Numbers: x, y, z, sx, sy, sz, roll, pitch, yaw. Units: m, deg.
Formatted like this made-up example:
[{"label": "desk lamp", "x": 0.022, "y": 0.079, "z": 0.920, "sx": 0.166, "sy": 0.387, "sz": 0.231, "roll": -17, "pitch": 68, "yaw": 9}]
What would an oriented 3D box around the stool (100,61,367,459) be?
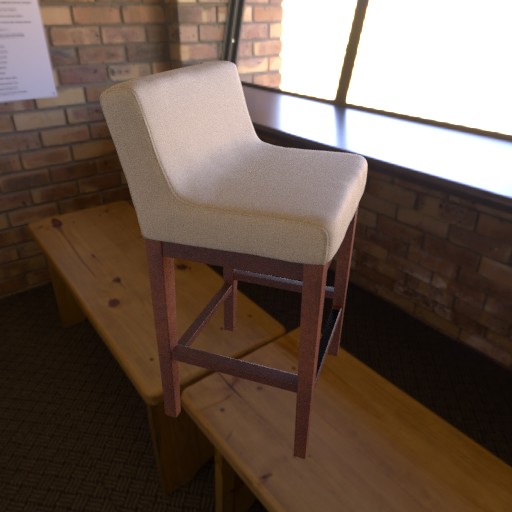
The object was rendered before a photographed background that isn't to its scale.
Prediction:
[{"label": "stool", "x": 0.000, "y": 0.000, "z": 1.218, "sx": 0.500, "sy": 0.937, "sz": 0.511, "roll": 10, "pitch": 31, "yaw": 18}]
